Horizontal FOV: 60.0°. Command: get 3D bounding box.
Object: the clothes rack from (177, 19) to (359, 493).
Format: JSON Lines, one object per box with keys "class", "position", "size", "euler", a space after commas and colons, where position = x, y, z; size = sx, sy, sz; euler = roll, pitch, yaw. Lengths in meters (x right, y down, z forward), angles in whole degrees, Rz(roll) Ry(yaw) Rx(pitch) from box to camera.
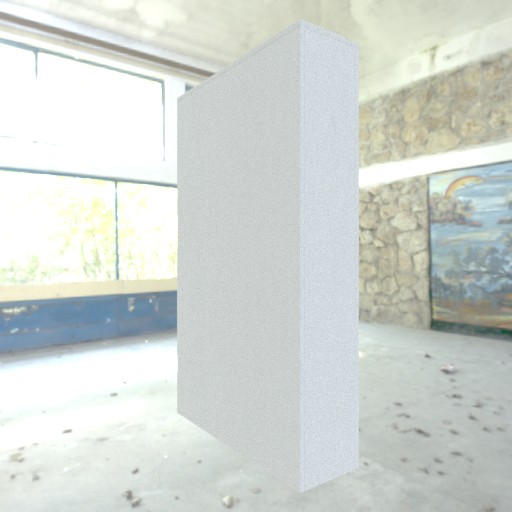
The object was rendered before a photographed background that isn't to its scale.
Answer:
{"class": "clothes rack", "position": [0.000, 0.000, 1.573], "size": [0.250, 1.280, 0.750], "euler": [0, 0, -36]}
